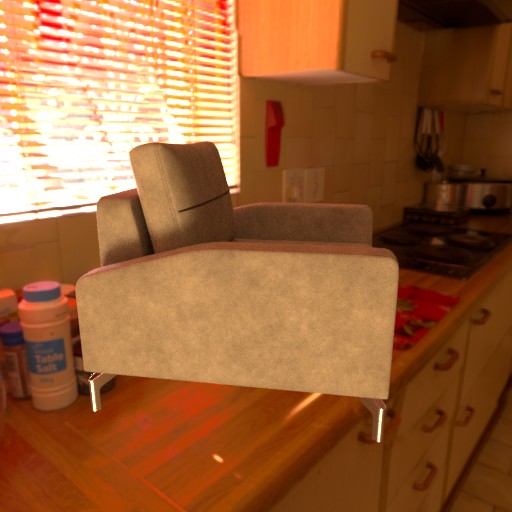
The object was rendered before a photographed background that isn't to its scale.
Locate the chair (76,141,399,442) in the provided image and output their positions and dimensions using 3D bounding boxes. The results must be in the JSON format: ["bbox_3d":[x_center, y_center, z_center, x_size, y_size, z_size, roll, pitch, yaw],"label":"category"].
[{"bbox_3d":[0.000,0.000,1.601,0.900,0.800,0.900,3,15,9],"label":"chair"}]
